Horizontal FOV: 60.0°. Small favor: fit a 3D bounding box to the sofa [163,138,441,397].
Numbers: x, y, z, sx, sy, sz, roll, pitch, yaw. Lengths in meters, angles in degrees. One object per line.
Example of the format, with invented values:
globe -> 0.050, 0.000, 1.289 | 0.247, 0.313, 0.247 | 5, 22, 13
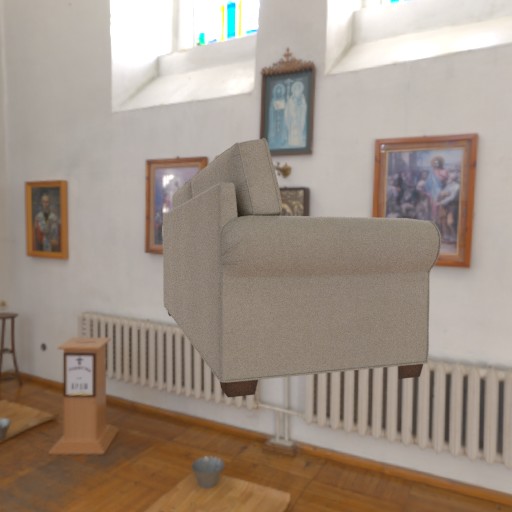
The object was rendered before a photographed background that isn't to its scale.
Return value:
sofa -> 0.000, 0.000, 2.646 | 0.901, 0.962, 2.146 | -1, 2, -17
